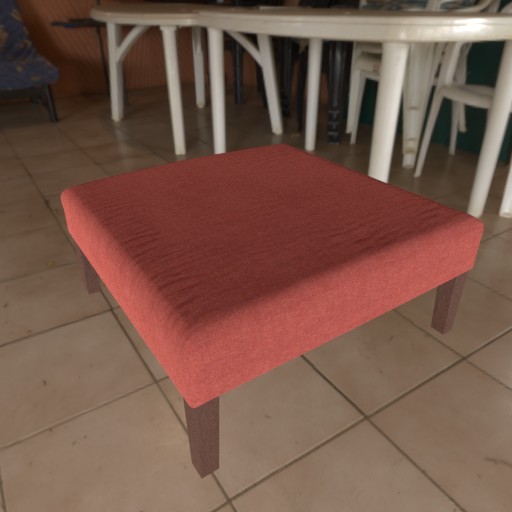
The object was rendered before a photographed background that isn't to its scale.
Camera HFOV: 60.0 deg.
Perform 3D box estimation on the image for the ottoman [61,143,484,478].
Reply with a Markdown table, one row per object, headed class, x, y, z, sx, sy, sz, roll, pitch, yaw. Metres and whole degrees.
| class | x | y | z | sx | sy | sz | roll | pitch | yaw |
| --- | --- | --- | --- | --- | --- | --- | --- | --- | --- |
| ottoman | 0.000 | 0.000 | 1.364 | 0.890 | 0.411 | 0.889 | -19 | 35 | -29 |
